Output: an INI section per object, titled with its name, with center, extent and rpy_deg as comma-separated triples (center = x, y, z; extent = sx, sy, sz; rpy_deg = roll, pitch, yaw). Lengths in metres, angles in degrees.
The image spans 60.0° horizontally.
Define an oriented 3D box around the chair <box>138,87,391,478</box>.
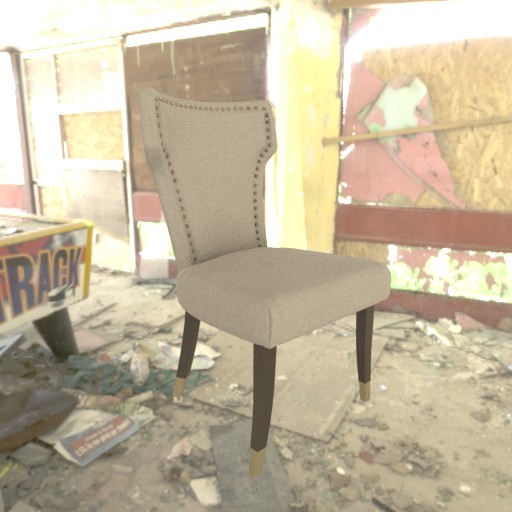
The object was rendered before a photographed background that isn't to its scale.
[chair]
center = 0.000, 0.000, 1.335
extent = 0.526, 0.950, 0.630
rpy_deg = -13, 18, -42
